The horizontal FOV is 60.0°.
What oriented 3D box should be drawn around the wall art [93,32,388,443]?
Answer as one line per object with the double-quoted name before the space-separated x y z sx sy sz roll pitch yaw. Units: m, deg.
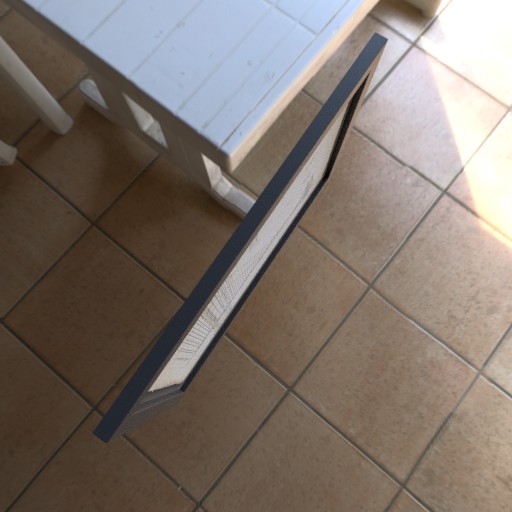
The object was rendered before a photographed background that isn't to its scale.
"wall art" 0.000 0.000 0.530 0.016 0.306 0.432 33 79 7
